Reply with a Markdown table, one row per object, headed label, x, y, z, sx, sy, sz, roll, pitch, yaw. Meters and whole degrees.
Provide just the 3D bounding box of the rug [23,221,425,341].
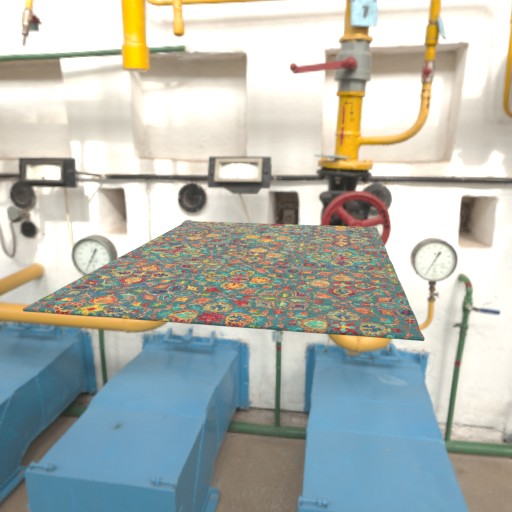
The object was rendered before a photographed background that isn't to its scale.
| label | x | y | z | sx | sy | sz | roll | pitch | yaw |
| --- | --- | --- | --- | --- | --- | --- | --- | --- | --- |
| rug | 0.000 | 0.000 | 4.120 | 2.434 | 0.025 | 3.204 | 3 | 15 | 10 |
